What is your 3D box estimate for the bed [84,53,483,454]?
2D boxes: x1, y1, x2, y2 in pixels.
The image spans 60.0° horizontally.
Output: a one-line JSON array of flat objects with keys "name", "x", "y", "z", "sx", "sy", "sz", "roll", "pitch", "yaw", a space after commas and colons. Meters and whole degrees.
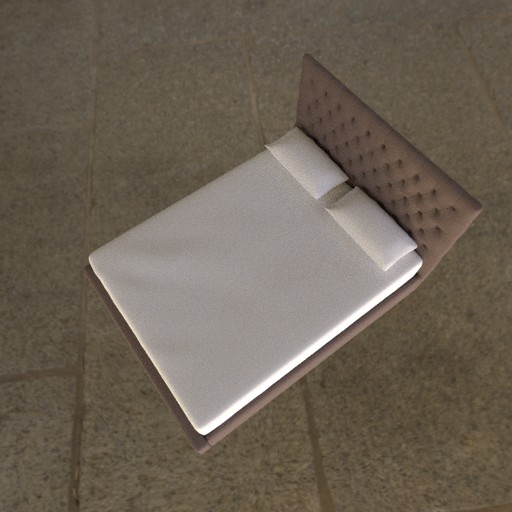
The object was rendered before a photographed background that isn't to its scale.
[{"name": "bed", "x": 0.000, "y": 0.000, "z": 3.303, "sx": 2.233, "sy": 1.426, "sz": 1.696, "roll": -34, "pitch": 68, "yaw": -15}]
